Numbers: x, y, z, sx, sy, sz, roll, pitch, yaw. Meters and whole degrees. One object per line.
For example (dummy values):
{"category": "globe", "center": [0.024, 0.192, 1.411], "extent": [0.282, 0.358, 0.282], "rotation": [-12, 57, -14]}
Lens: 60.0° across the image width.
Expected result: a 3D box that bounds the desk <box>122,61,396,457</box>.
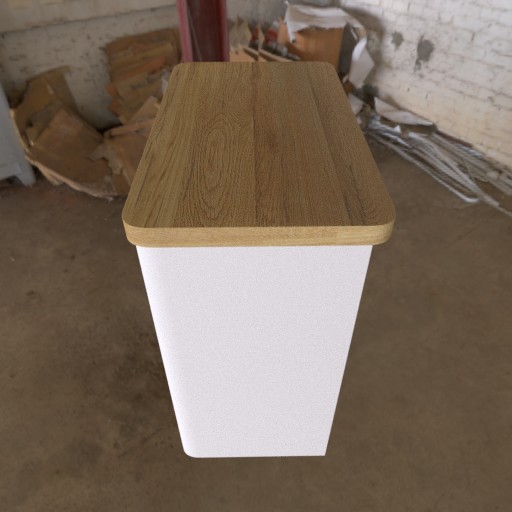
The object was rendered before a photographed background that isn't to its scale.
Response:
{"category": "desk", "center": [0.000, 0.000, 1.226], "extent": [0.440, 0.790, 0.760], "rotation": [-1, 41, -1]}
